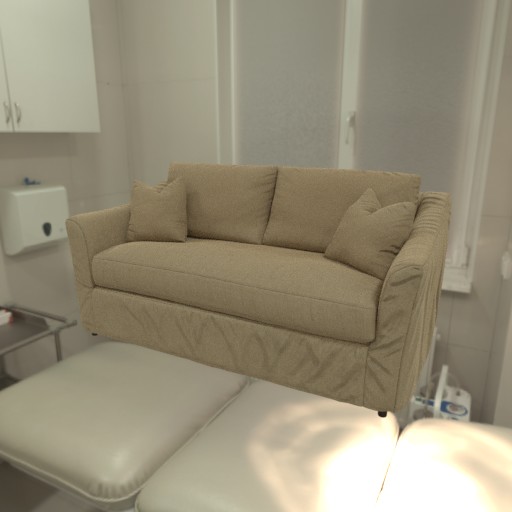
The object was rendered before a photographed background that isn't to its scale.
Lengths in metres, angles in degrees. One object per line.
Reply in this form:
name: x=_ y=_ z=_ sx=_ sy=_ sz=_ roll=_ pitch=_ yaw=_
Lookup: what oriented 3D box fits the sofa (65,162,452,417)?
sofa: x=0.000 y=0.000 z=2.624 sx=2.010 sy=1.018 sz=1.072 roll=8 pitch=17 yaw=27
